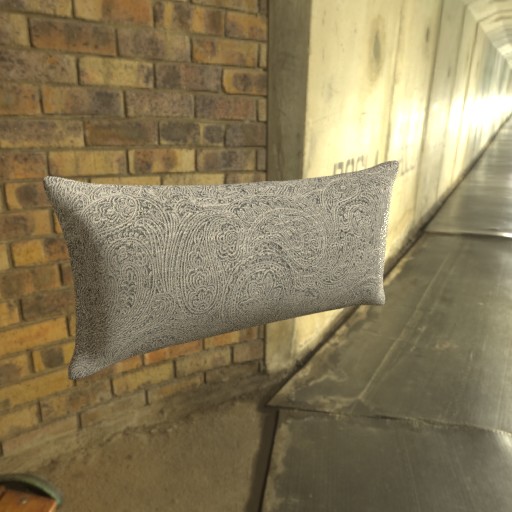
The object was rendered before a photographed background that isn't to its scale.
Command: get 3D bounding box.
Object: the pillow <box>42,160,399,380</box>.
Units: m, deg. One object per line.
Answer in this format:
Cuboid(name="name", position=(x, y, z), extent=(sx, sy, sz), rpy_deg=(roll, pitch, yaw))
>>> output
Cuboid(name="pillow", position=(0.000, 0.000, 0.742), extent=(0.615, 0.295, 0.151), rpy_deg=(-8, 18, -27))
